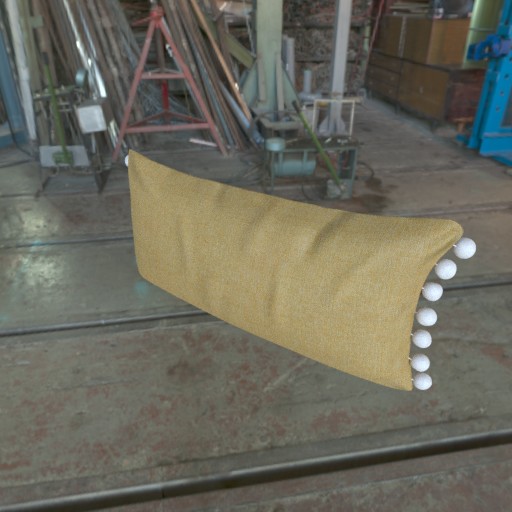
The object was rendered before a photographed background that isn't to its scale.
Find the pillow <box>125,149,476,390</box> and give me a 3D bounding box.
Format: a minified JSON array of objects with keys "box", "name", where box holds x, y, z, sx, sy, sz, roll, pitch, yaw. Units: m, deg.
[{"box":[0.000,0.000,0.829,0.709,0.322,0.201,20,36,30],"name":"pillow"}]
